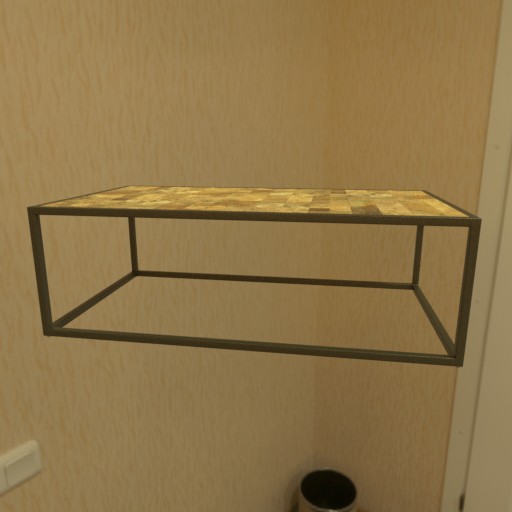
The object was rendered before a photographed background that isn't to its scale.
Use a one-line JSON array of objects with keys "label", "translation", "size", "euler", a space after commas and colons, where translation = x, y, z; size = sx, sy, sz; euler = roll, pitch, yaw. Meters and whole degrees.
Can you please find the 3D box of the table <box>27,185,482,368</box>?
[{"label": "table", "translation": [0.000, 0.000, 1.510], "size": [1.199, 0.398, 0.649], "euler": [2, 15, 9]}]
